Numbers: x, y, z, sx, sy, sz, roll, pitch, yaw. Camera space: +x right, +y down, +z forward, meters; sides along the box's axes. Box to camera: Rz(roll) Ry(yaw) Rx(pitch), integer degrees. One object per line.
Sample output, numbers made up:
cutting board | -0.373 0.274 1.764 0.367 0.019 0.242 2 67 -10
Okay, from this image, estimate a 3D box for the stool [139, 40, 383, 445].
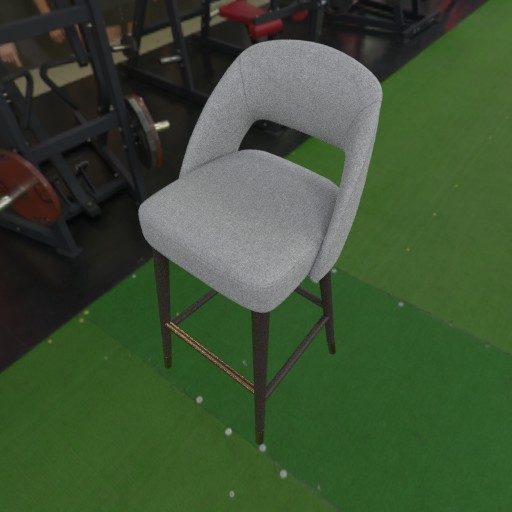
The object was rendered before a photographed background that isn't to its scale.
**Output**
stool | 0.000 0.000 1.280 0.494 1.037 0.509 30 53 27
